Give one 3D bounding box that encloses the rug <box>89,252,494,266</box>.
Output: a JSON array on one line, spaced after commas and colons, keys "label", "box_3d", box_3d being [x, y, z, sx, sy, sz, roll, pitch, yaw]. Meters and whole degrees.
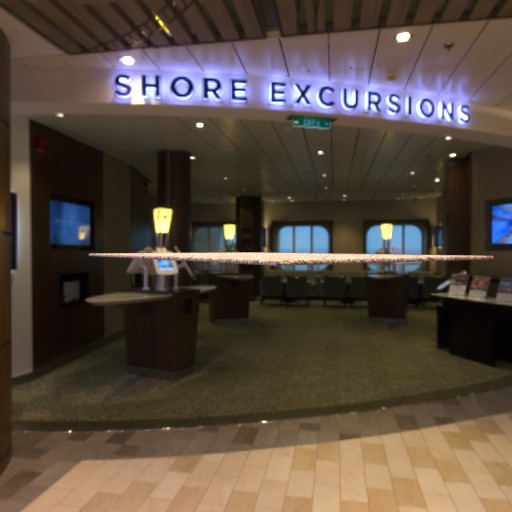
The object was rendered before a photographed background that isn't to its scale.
[{"label": "rug", "box_3d": [0.000, 0.000, 2.192, 1.143, 0.014, 1.761, -1, 1, -36]}]
